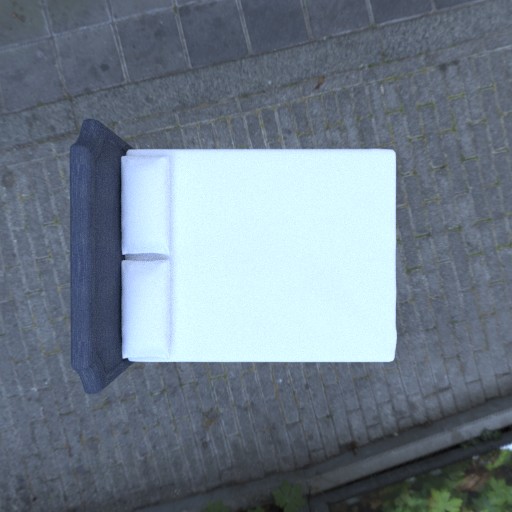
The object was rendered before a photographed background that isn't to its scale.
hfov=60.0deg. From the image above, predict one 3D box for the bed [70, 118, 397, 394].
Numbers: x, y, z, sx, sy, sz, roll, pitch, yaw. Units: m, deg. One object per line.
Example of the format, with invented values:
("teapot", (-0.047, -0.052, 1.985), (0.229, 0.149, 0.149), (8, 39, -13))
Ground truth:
("bed", (0.000, 0.000, 3.134), (2.116, 1.290, 1.693), (0, 91, 0))
